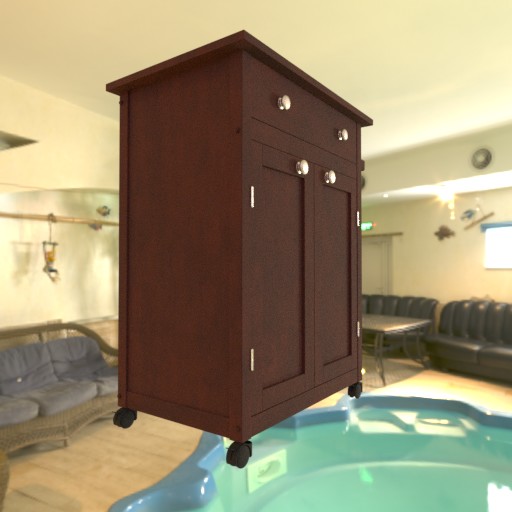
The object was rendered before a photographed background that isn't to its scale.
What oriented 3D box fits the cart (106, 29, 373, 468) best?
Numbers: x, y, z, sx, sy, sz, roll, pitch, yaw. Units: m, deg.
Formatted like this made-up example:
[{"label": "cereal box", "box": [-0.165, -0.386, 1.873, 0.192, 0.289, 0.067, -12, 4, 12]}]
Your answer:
[{"label": "cart", "box": [0.000, 0.000, 1.258, 0.442, 0.864, 0.683, -1, -1, 36]}]
